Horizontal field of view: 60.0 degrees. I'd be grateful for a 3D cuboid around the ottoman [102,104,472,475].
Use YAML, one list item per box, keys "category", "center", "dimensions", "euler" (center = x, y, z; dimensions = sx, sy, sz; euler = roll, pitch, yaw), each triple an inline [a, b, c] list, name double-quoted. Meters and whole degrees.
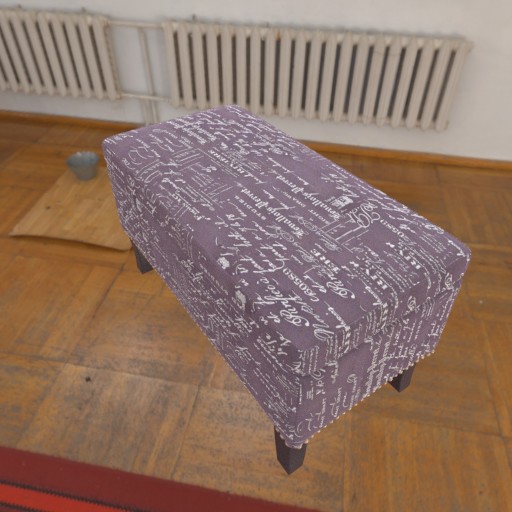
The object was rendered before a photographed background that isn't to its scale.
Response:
- category: "ottoman"
  center: [0.000, 0.000, 1.073]
  dimensions: [0.406, 0.457, 0.813]
  euler: [-25, 47, -25]
